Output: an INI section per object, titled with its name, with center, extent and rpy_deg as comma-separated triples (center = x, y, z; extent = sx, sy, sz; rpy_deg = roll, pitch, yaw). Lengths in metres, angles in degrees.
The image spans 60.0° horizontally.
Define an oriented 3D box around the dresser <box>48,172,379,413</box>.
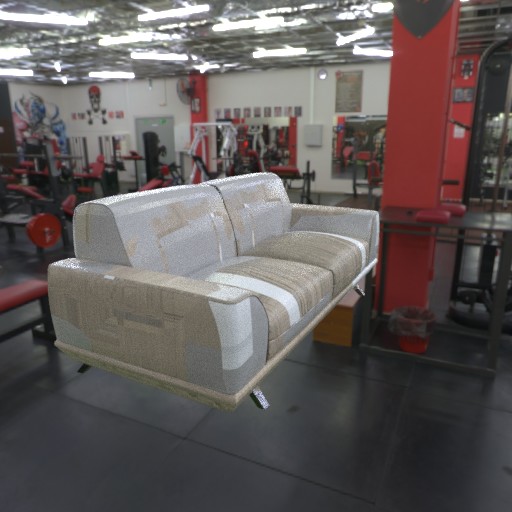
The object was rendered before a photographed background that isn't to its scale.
[dresser]
center = 0.000, 0.000, 5.853
extent = 2.251, 1.863, 4.679
rpy_deg = 8, 18, 27
